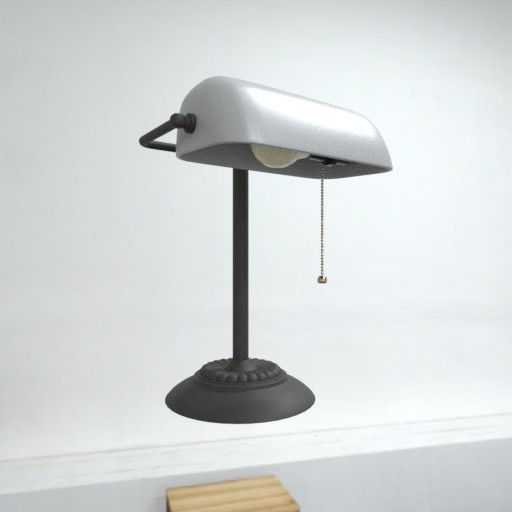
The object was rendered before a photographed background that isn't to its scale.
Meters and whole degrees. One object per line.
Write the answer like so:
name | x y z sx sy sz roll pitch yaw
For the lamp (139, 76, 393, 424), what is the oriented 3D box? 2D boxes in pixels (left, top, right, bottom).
lamp | 0.000 0.000 0.509 0.264 0.339 0.243 0 0 -36
